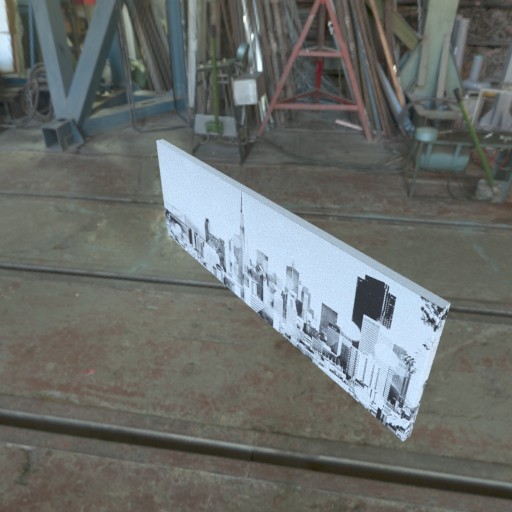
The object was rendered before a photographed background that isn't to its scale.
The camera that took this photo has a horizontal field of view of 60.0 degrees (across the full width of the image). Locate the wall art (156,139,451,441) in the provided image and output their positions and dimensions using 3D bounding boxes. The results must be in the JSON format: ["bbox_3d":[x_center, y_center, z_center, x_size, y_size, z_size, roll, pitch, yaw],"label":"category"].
[{"bbox_3d":[0.000,0.000,1.701,0.039,0.507,1.520,-22,39,-30],"label":"wall art"}]
